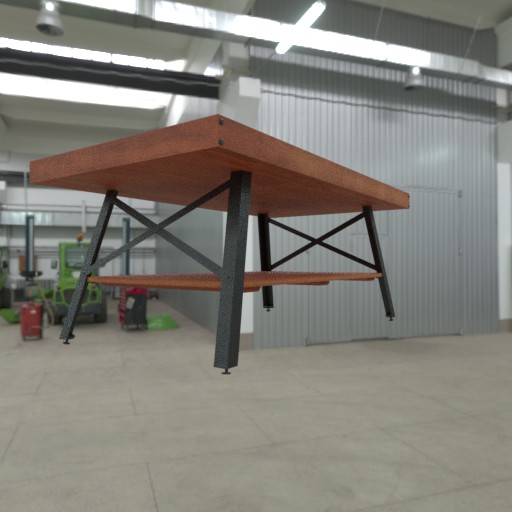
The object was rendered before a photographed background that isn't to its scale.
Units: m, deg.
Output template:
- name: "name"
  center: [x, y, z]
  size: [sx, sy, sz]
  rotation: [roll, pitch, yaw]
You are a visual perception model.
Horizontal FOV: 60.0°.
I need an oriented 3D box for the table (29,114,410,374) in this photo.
- name: "table"
  center: [0.000, 0.000, 1.344]
  size: [0.610, 0.457, 1.067]
  rotation: [-1, -1, 35]
